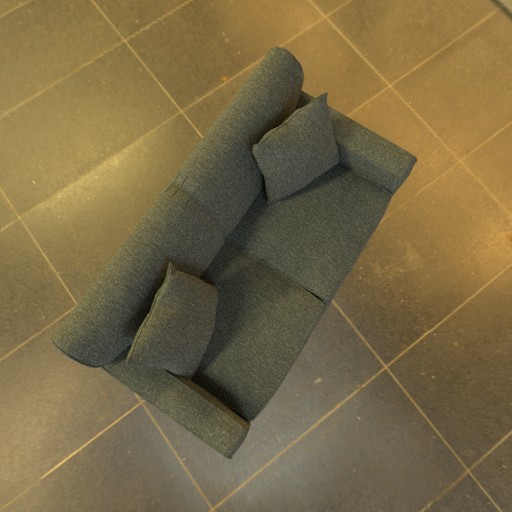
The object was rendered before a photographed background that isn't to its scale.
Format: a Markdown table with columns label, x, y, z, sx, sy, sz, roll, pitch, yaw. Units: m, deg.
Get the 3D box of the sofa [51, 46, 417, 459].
| label | x | y | z | sx | sy | sz | roll | pitch | yaw |
| --- | --- | --- | --- | --- | --- | --- | --- | --- | --- |
| sofa | 0.000 | 0.000 | 2.452 | 0.998 | 0.958 | 1.846 | 33 | 79 | 7 |
